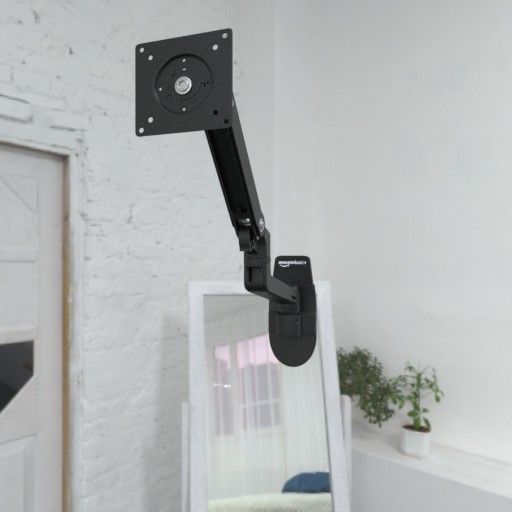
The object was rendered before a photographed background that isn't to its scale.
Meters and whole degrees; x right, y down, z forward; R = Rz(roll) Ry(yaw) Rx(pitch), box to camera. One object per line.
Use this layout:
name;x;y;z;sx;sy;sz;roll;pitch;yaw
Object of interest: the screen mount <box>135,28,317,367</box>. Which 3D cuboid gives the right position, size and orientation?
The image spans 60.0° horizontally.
screen mount;0.000;0.000;0.704;0.115;0.466;0.495;0;0;19
